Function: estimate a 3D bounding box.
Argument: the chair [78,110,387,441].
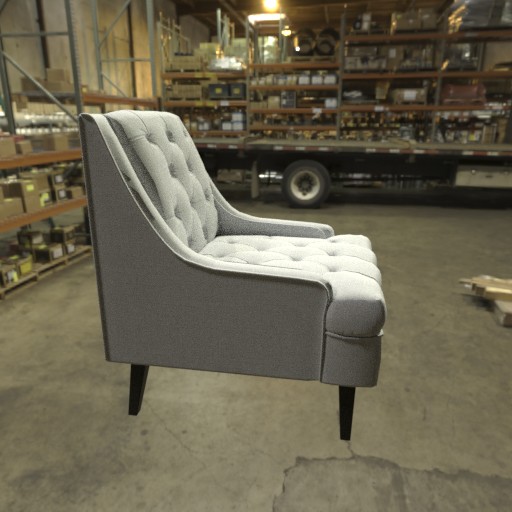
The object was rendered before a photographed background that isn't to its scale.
[{"bbox_3d":[0.000,0.000,1.427,0.772,0.891,0.658,3,17,9],"label":"chair"}]
